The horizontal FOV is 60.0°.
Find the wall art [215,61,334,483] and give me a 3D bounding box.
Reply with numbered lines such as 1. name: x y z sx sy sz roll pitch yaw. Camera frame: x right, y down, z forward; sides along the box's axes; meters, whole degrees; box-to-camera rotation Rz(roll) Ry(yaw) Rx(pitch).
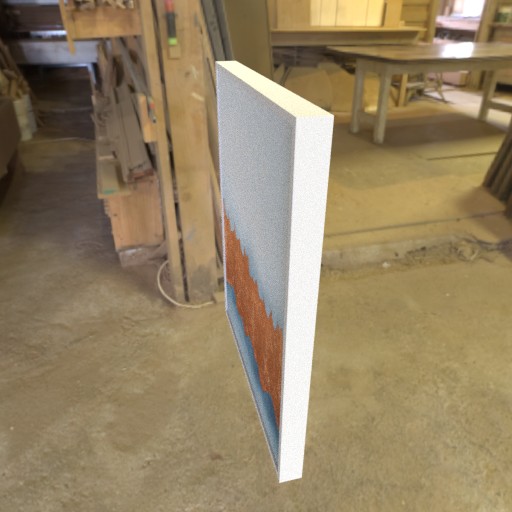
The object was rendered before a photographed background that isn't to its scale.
1. wall art: 0.000 0.000 0.742 0.039 0.553 0.451 -7 31 -12
